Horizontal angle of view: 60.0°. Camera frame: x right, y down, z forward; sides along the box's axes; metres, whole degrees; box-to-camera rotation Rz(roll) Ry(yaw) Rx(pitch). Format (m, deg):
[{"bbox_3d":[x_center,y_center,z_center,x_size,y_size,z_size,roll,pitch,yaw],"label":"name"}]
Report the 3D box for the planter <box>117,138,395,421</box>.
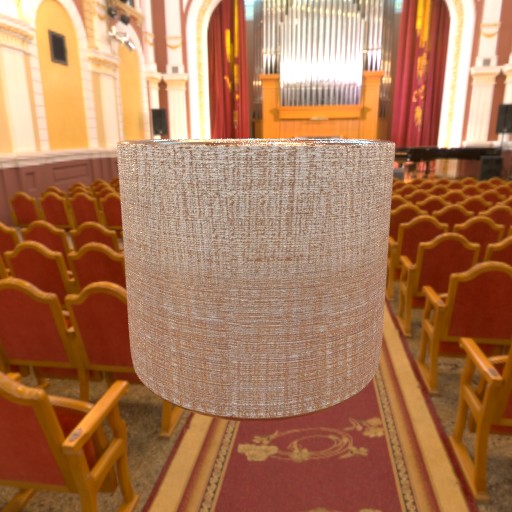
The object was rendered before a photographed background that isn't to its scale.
[{"bbox_3d":[0.000,0.000,0.309,0.177,0.157,0.177,0,15,0],"label":"planter"}]
